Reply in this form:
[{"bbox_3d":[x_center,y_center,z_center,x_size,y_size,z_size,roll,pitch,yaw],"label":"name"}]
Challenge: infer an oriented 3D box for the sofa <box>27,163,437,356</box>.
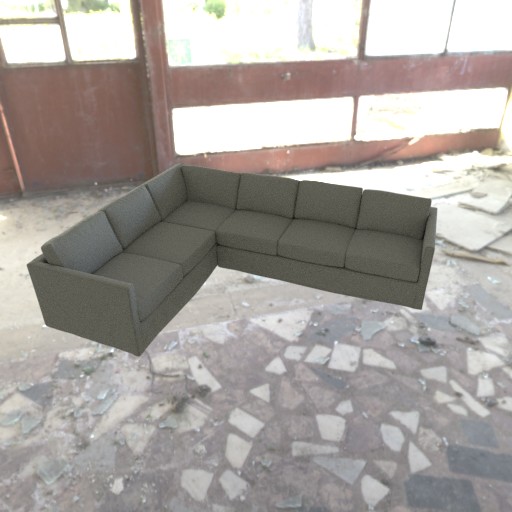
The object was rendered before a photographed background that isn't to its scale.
[{"bbox_3d":[0.000,0.000,4.286,3.182,0.871,2.432,11,32,18],"label":"sofa"}]
